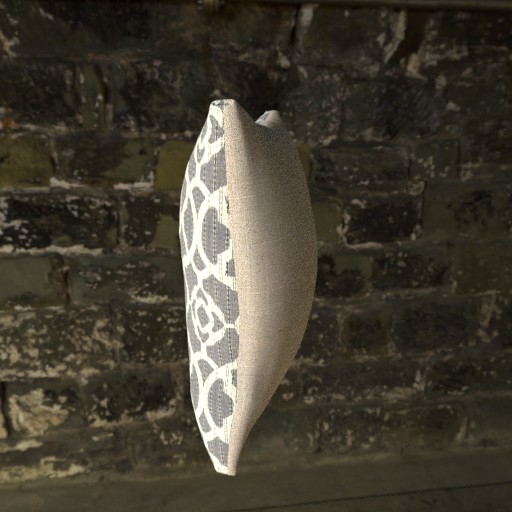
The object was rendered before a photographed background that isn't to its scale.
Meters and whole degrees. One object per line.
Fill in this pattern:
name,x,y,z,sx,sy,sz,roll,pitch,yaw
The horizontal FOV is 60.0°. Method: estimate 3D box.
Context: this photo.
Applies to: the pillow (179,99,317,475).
pillow,0.000,0.000,0.778,0.215,0.498,0.508,2,17,8
